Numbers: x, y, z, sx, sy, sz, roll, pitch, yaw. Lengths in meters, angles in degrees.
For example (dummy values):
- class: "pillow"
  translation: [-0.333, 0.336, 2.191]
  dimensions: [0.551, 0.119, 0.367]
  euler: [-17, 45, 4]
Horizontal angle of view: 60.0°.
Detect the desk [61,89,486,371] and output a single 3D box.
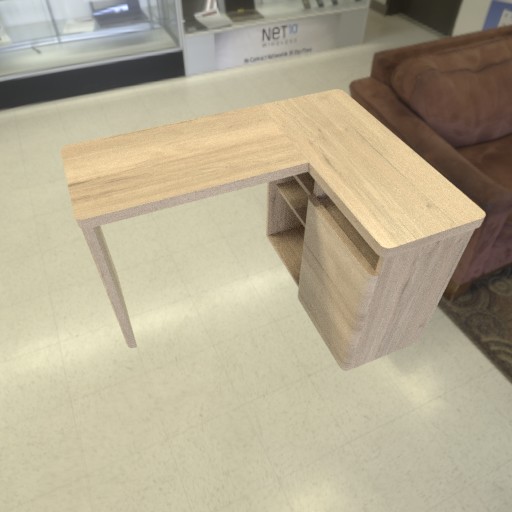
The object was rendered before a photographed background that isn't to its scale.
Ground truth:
- class: "desk"
  translation: [0.000, 0.000, 1.759]
  dimensions: [1.169, 0.760, 0.900]
  euler: [-17, 49, -15]
